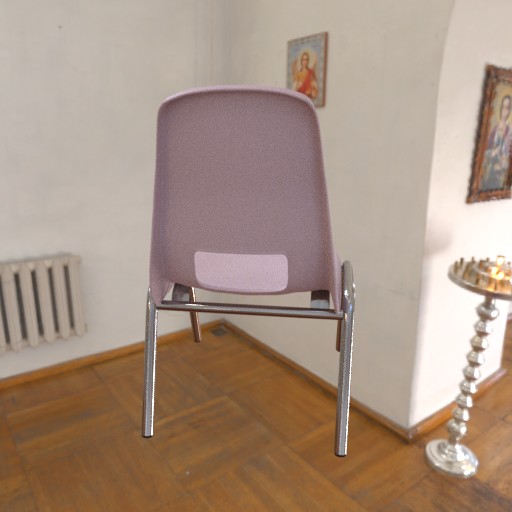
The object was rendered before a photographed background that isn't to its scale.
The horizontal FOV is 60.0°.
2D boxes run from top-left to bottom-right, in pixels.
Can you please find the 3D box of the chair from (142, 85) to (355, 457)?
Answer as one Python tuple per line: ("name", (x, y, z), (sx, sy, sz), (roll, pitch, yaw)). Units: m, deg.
("chair", (0.000, 0.000, 0.792), (0.354, 0.536, 0.385), (2, 15, 8))
